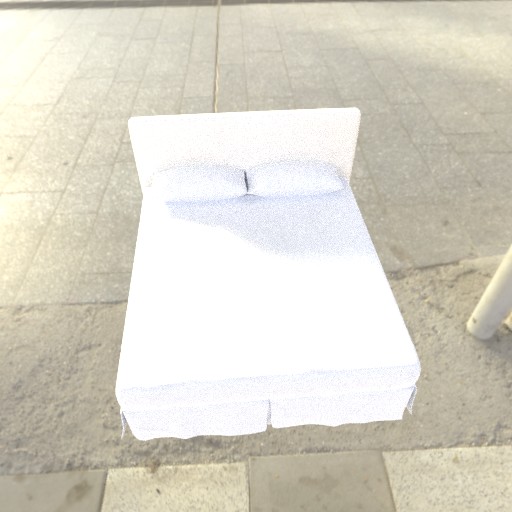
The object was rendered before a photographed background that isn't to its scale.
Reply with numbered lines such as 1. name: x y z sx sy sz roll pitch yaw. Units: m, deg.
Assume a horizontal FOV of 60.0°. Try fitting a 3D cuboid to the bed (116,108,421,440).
1. bed: 0.000 0.000 3.548 2.119 1.317 2.341 -4 45 -4
